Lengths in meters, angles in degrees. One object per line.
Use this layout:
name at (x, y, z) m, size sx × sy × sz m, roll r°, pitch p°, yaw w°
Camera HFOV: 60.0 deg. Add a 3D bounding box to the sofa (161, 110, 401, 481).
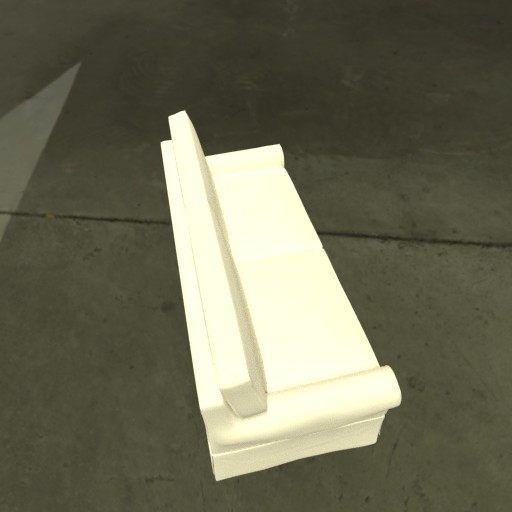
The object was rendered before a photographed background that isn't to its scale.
sofa at (0.000, 0.000, 2.515) m, size 0.862 × 0.937 × 2.021 m, roll -9°, pitch 46°, yaw -9°
